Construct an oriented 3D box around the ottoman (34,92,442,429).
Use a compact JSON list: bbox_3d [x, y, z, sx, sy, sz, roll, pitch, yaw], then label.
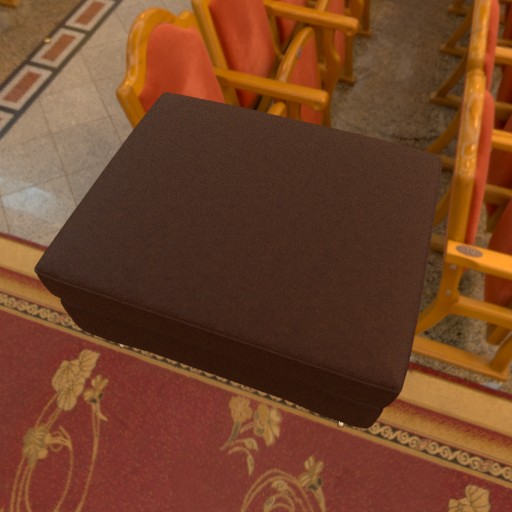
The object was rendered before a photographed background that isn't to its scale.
[{"bbox_3d":[0.000,0.000,1.789,1.187,0.730,0.967,16,58,10],"label":"ottoman"}]
